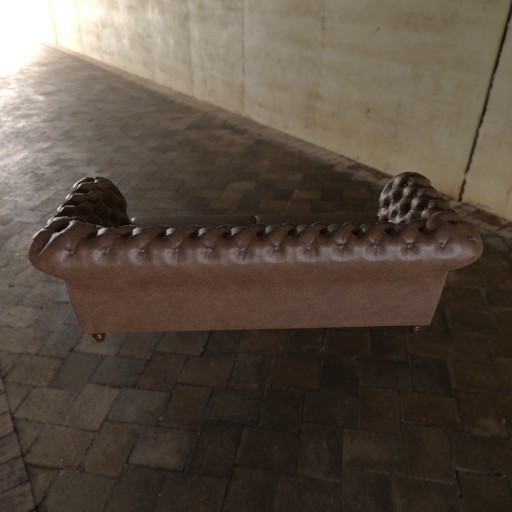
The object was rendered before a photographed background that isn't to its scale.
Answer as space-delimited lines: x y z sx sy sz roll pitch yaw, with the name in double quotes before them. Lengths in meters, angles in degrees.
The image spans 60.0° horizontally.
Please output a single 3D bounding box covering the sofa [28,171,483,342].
"sofa" 0.000 0.000 2.753 2.385 0.783 0.944 -1 32 -2
